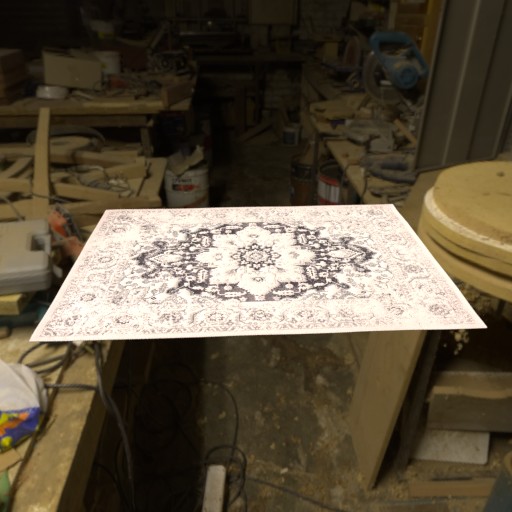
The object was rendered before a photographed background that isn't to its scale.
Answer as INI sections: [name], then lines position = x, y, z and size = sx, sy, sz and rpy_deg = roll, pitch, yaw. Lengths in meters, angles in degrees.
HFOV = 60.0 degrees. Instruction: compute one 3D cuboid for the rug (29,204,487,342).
[rug]
position = 0.000, 0.000, 2.267
size = 1.813, 0.008, 1.223
rpy_deg = -1, 31, -2
